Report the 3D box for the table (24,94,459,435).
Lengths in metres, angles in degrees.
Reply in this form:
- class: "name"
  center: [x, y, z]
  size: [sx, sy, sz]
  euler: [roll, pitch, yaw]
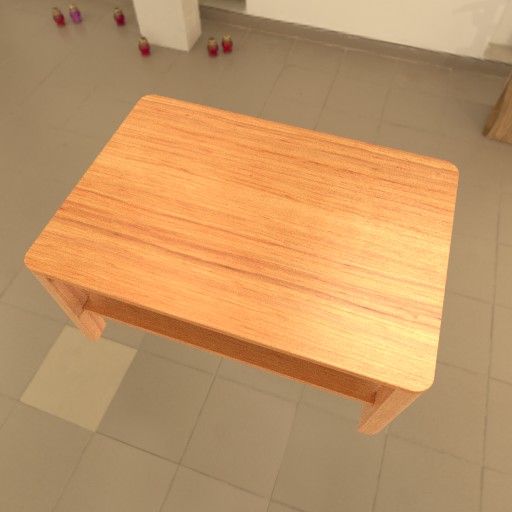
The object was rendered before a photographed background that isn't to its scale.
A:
- class: "table"
  center: [0.000, 0.000, 1.361]
  size: [0.997, 0.445, 0.696]
  euler: [16, 59, 10]
